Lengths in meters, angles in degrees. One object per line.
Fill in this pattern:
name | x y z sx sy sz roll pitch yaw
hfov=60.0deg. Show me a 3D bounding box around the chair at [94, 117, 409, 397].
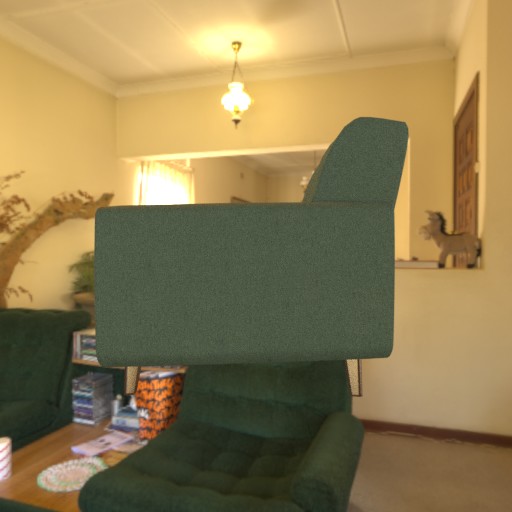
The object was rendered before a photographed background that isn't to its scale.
chair | 0.000 0.000 1.593 0.909 0.841 0.831 0 1 1
